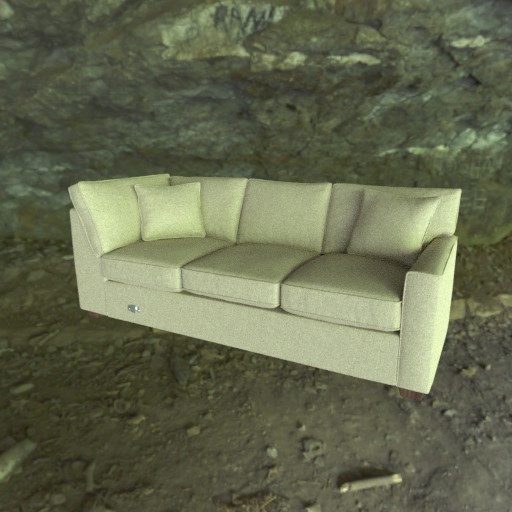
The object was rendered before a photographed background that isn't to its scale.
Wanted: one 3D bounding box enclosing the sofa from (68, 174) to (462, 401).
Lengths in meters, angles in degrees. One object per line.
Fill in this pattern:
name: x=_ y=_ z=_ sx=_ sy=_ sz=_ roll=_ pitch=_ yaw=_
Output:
sofa: x=0.000 y=0.000 z=2.876 sx=2.323 sy=0.948 sz=1.053 roll=8 pitch=16 yaw=27
